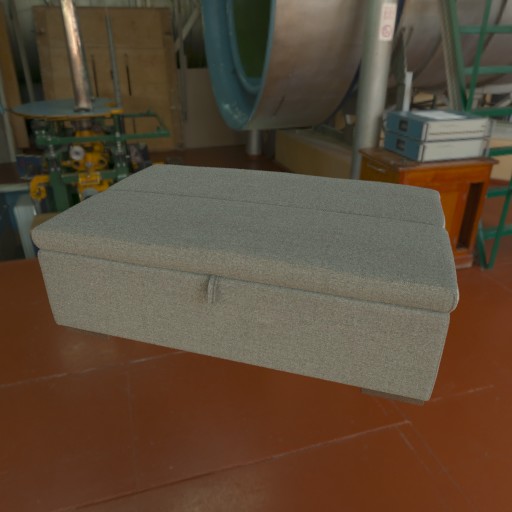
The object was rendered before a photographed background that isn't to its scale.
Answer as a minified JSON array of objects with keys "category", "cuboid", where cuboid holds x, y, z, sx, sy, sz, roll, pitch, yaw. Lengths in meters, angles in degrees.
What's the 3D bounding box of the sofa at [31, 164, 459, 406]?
[{"category":"sofa","cuboid":[0.000,0.000,1.612,1.250,0.434,0.817,8,28,15]}]
